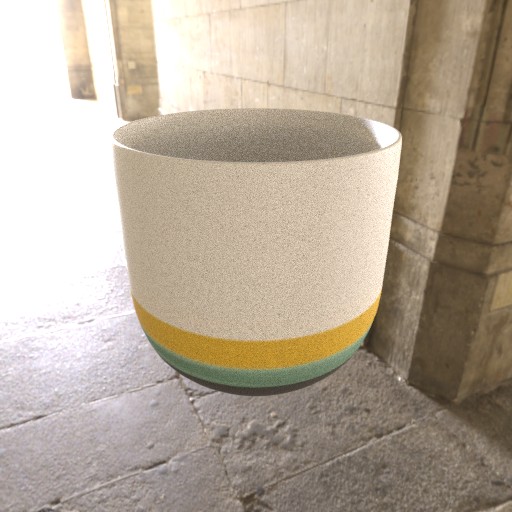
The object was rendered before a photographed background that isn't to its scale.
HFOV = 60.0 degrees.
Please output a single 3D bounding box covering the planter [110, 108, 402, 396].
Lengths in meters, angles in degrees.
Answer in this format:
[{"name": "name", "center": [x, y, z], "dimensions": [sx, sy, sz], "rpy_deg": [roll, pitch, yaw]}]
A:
[{"name": "planter", "center": [0.000, 0.000, 0.479], "dimensions": [0.268, 0.270, 0.268], "rpy_deg": [0, 26, 0]}]
